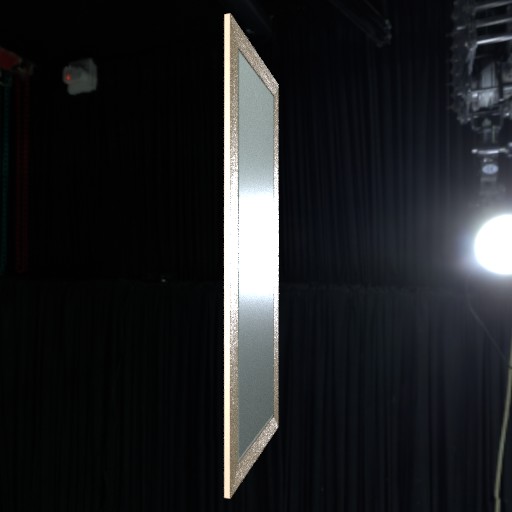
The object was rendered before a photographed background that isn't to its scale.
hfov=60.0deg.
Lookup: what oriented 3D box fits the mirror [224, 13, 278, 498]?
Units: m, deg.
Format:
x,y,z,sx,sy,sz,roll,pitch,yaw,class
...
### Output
x,y,z,sx,sy,sz,roll,pitch,yaw,class
0.000,0.000,2.248,0.026,2.031,0.812,0,0,17,mirror
